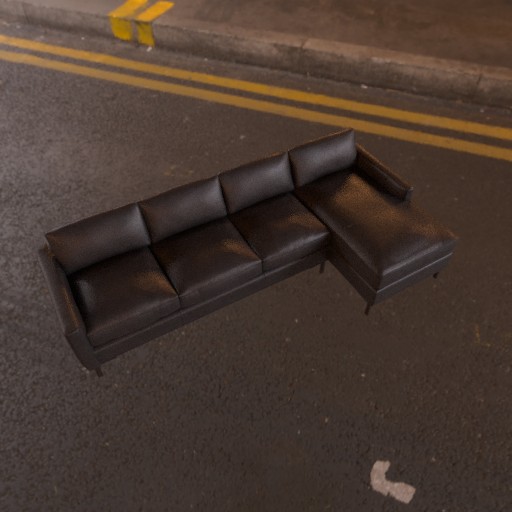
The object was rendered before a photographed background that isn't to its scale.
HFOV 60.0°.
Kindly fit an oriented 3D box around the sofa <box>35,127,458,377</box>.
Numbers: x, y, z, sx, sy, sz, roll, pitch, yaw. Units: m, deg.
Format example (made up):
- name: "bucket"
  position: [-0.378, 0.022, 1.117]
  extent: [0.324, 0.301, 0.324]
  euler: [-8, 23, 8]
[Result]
- name: "sofa"
  position: [0.000, 0.000, 3.532]
  extent: [2.993, 0.859, 1.471]
  euler: [-23, 51, -20]
